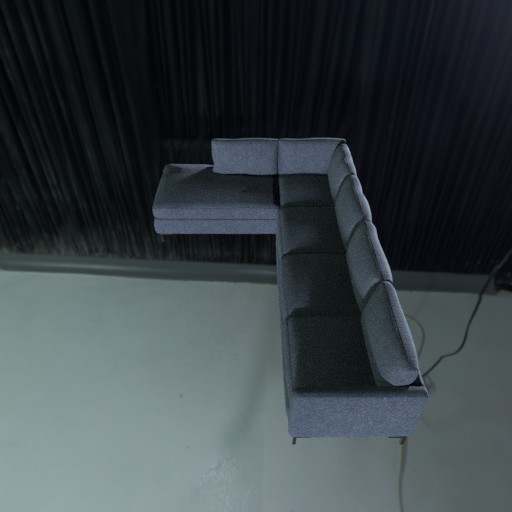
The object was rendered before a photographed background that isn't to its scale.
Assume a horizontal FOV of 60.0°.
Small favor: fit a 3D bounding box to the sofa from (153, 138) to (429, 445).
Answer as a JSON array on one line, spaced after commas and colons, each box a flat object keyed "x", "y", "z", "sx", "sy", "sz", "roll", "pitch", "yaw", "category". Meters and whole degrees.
[{"x": 0.000, "y": 0.000, "z": 3.760, "sx": 2.007, "sy": 0.815, "sz": 2.949, "roll": 0, "pitch": 42, "yaw": 0, "category": "sofa"}]
